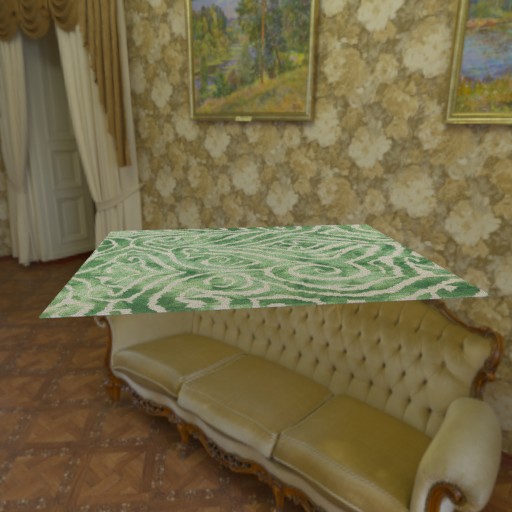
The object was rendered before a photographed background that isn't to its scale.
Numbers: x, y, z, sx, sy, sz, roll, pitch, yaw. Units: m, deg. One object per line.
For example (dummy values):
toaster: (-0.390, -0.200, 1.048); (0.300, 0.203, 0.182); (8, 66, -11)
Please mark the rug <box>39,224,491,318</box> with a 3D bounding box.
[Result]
rug: (0.000, 0.000, 4.113); (3.045, 0.007, 2.436); (-2, 16, -7)
